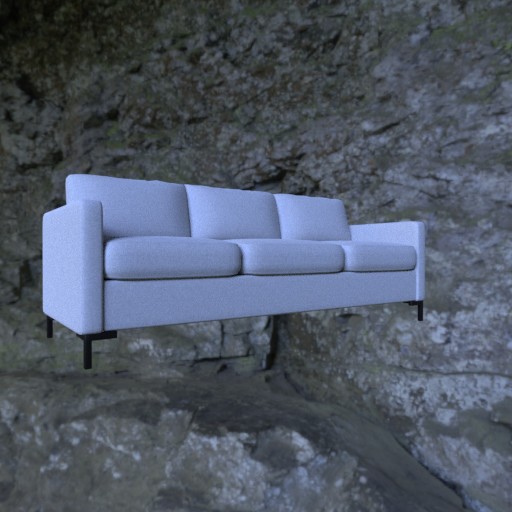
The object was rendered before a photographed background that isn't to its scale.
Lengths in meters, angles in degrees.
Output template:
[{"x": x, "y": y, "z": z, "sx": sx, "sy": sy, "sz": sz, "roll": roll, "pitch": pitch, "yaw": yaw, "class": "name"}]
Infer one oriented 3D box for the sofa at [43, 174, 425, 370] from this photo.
[{"x": 0.000, "y": 0.000, "z": 2.669, "sx": 2.218, "sy": 0.874, "sz": 0.859, "roll": 0, "pitch": 0, "yaw": -35, "class": "sofa"}]
